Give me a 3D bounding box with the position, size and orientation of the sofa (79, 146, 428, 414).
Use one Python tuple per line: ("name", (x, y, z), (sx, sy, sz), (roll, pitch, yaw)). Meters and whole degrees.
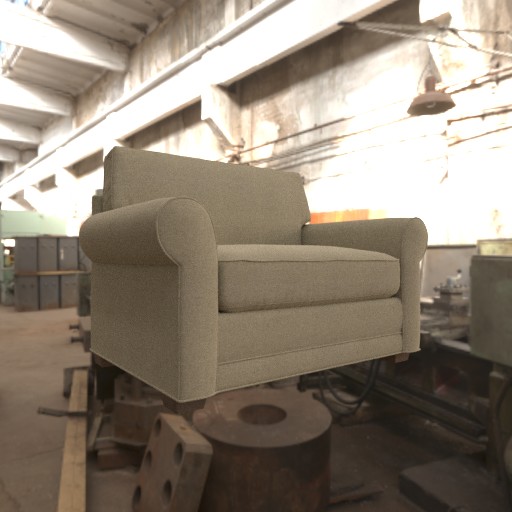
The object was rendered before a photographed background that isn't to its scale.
("sofa", (0.000, 0.000, 2.066), (1.405, 0.991, 0.936), (0, 0, -37))
